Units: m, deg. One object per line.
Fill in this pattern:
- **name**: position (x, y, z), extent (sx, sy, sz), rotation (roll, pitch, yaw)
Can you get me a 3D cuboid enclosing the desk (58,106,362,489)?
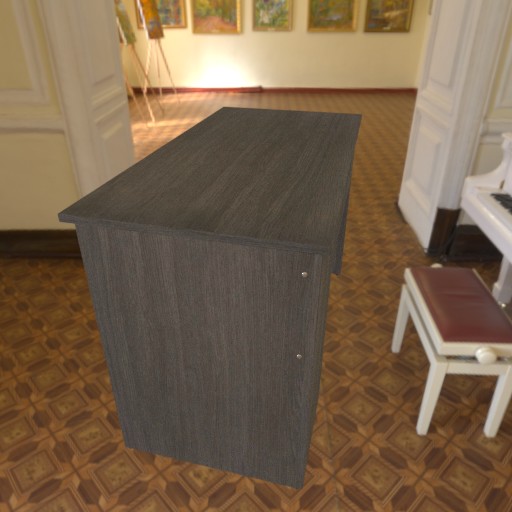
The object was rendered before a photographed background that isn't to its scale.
- **desk**: position (0.000, 0.000, 1.491), extent (0.560, 0.730, 1.096), rotation (7, 31, 13)
